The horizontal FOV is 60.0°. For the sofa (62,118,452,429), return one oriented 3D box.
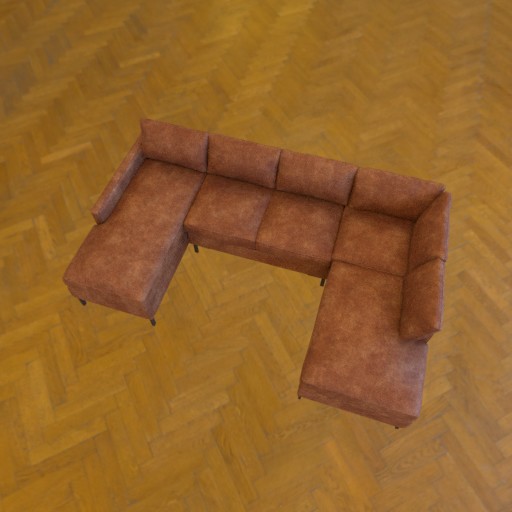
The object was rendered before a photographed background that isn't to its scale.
[{"bbox_3d":[0.000,0.000,3.798,2.956,0.900,1.939,15,59,9],"label":"sofa"}]
